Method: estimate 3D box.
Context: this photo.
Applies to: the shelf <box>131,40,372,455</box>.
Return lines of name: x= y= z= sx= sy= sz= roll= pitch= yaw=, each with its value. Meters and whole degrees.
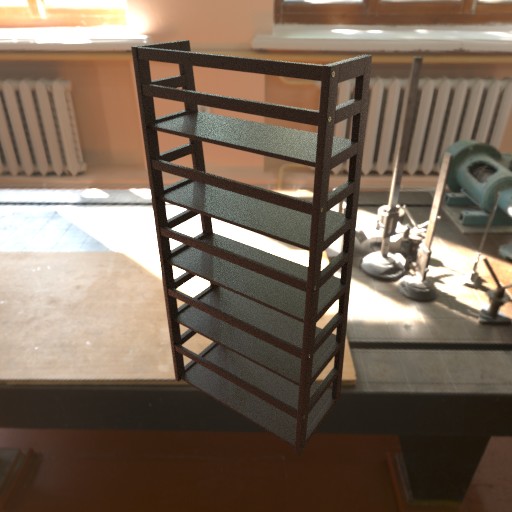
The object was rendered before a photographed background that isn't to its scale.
shelf: x=0.000 y=0.000 z=1.875 sx=0.763 sy=1.600 sz=0.403 roll=20 pitch=37 yaw=30
